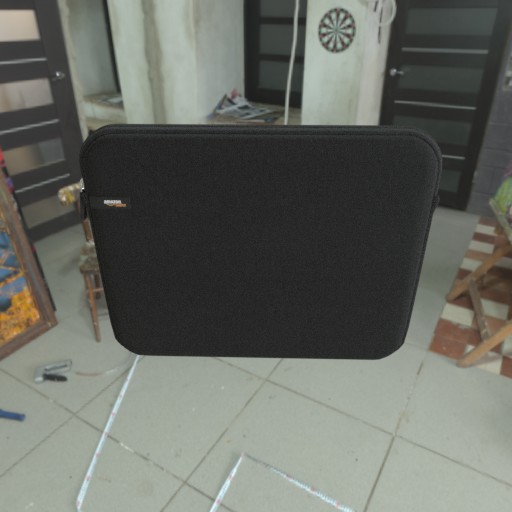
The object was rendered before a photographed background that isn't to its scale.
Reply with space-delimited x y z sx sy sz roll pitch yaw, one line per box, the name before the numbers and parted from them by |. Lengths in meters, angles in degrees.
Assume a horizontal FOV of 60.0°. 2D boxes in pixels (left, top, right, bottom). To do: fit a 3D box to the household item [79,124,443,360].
household item | 0.000 0.000 0.526 0.396 0.305 0.030 1 29 1
